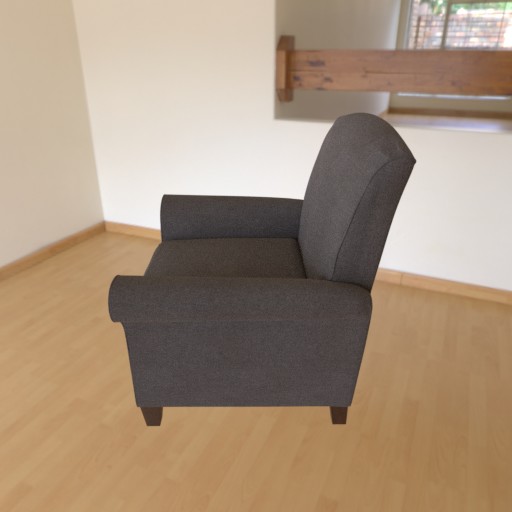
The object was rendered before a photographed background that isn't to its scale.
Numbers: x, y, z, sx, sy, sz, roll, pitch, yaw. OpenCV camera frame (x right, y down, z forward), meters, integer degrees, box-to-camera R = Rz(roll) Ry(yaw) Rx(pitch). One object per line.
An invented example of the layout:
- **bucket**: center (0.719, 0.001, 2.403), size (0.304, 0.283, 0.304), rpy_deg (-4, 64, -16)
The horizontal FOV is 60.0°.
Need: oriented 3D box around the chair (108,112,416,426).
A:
- **chair**: center (0.000, 0.000, 1.749), size (0.905, 1.061, 0.978), rpy_deg (0, 25, -1)
